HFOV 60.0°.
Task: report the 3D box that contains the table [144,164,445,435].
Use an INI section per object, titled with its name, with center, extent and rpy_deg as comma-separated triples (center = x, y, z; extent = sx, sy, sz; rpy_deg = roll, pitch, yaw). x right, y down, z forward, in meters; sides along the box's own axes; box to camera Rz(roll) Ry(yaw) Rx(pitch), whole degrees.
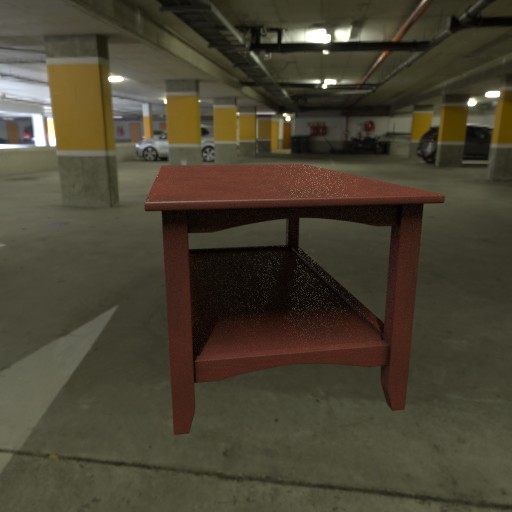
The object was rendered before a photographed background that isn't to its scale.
[table]
center = 0.000, 0.000, 1.265
extent = 0.533, 0.456, 0.943
rpy_deg = -3, 15, -10
